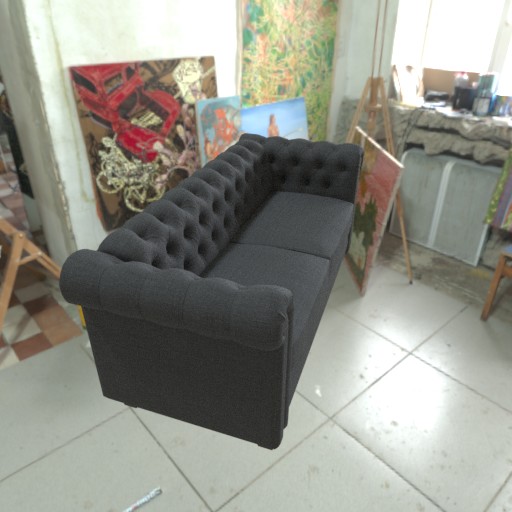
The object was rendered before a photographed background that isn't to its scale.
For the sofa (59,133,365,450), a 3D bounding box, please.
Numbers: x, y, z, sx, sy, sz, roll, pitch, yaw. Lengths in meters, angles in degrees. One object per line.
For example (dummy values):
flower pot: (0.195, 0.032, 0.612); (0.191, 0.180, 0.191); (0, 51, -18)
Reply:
sofa: (0.000, 0.000, 2.251); (0.783, 0.797, 1.798); (10, 32, 17)
